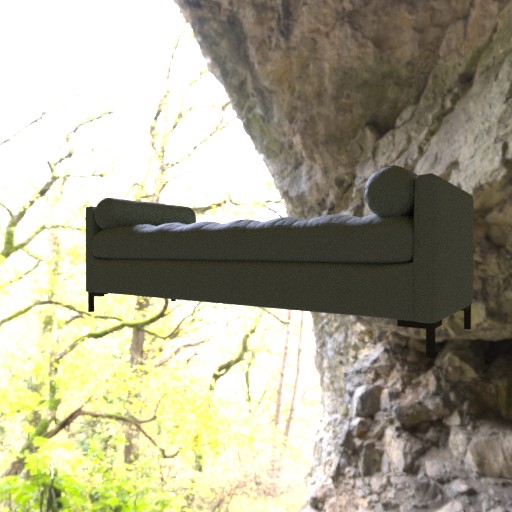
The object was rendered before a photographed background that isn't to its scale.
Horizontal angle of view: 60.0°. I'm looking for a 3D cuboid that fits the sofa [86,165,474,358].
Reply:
[{"bbox_3d":[0.000,0.000,2.463,2.102,0.705,0.796,0,1,35],"label":"sofa"}]
